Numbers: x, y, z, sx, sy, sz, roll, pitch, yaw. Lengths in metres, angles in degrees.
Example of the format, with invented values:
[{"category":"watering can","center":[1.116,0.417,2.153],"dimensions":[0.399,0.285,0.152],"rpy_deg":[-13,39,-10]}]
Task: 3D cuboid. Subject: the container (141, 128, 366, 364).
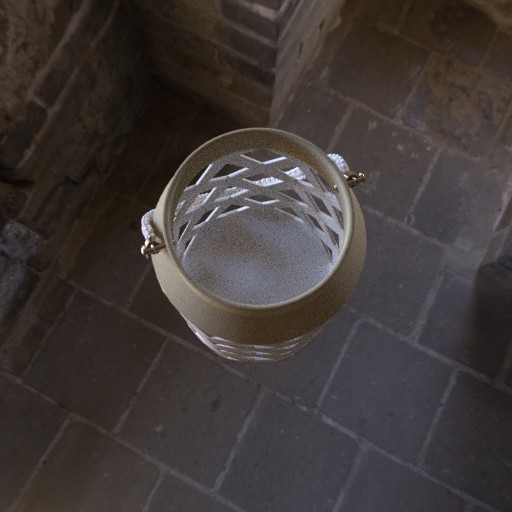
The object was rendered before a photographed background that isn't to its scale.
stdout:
[{"category":"container","center":[0.000,0.000,0.415],"dimensions":[0.188,0.264,0.198],"rpy_deg":[-19,77,-5]}]
